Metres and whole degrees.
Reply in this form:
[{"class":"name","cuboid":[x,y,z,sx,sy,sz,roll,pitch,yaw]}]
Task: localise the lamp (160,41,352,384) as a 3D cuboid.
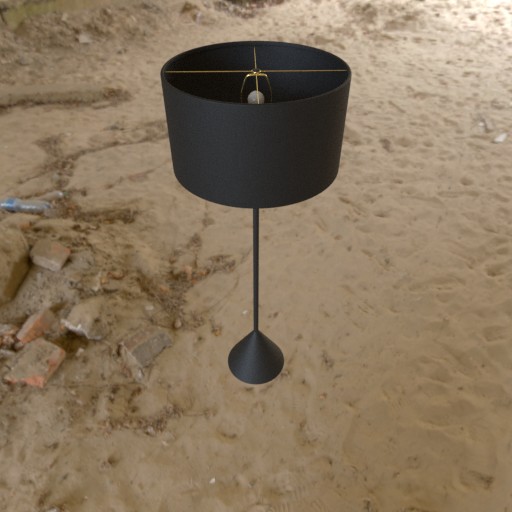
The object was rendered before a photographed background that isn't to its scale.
[{"class":"lamp","cuboid":[0.000,0.000,1.856,0.580,1.526,0.580,-1,41,-1]}]
